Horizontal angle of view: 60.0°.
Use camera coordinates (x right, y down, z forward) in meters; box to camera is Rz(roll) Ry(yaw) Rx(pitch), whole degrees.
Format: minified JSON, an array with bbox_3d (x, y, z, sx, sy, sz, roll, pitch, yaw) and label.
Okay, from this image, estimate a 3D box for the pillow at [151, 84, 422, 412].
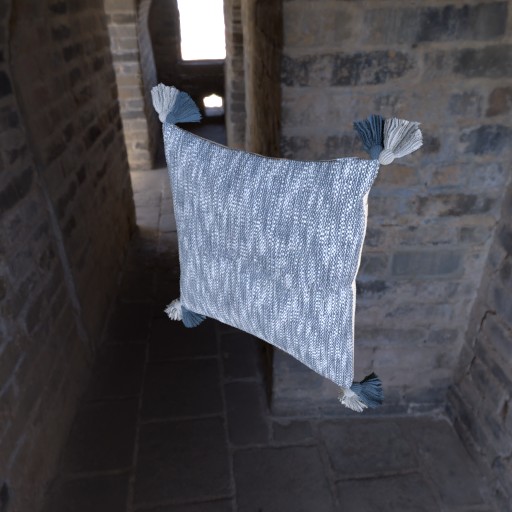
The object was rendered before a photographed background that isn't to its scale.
[{"bbox_3d":[0.000,0.000,0.922,0.614,0.634,0.138,19,35,30],"label":"pillow"}]
